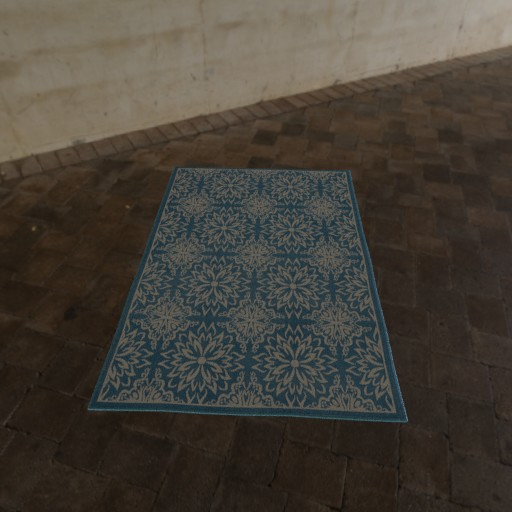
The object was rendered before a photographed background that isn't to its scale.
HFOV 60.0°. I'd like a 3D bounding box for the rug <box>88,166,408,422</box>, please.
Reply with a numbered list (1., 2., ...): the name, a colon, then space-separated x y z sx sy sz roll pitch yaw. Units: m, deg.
1. rug: 0.000 0.000 2.361 1.211 0.012 1.833 2 41 2
